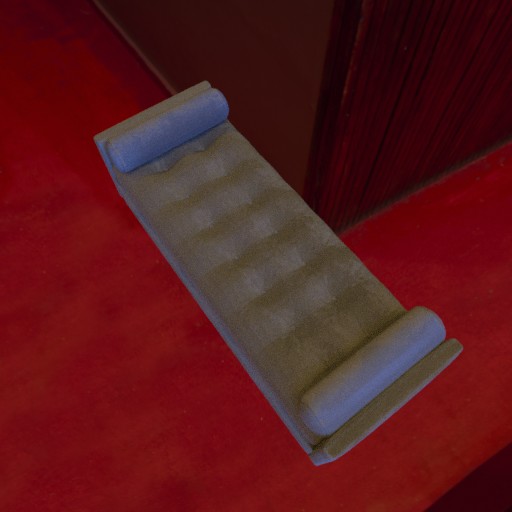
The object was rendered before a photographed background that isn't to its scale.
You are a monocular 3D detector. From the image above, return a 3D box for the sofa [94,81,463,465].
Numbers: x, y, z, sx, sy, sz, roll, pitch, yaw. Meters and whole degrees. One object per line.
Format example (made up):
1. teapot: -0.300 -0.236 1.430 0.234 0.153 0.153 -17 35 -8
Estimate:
1. sofa: 0.000 0.000 2.491 0.796 0.705 2.102 -33 67 -16
